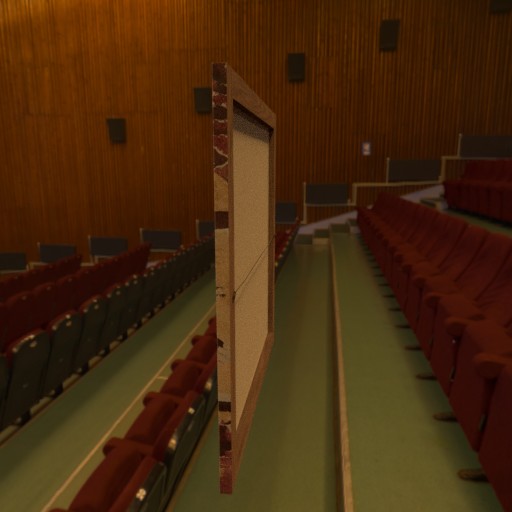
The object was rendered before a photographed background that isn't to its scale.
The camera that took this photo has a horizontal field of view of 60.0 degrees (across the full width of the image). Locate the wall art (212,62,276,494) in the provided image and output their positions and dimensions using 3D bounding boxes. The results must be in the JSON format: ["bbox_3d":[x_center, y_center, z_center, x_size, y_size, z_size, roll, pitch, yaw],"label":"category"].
[{"bbox_3d":[0.000,0.000,1.124,0.028,0.762,0.757,2,12,8],"label":"wall art"}]
